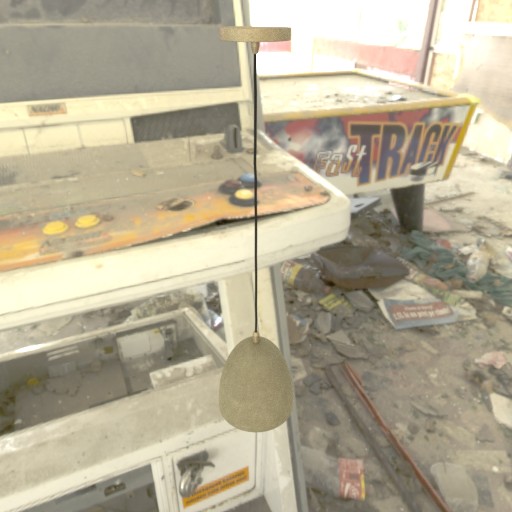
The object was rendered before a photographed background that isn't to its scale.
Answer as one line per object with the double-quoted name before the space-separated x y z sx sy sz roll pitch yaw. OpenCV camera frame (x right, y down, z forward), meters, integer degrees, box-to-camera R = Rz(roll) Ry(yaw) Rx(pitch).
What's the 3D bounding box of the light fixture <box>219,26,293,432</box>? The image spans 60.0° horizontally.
"light fixture" 0.000 0.000 0.827 0.170 0.759 0.170 1 29 2
